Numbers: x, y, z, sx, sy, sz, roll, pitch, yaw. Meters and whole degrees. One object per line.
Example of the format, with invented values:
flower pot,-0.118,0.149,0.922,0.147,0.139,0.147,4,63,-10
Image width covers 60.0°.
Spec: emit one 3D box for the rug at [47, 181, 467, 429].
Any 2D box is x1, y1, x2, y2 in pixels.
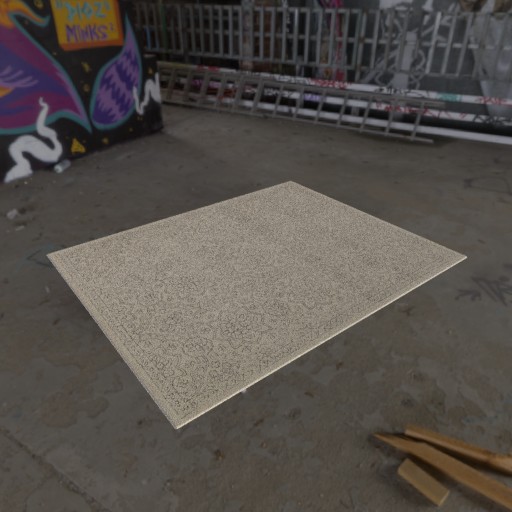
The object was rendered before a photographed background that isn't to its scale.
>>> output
rug,0.000,0.000,4.112,3.050,0.015,2.441,-22,37,-32
